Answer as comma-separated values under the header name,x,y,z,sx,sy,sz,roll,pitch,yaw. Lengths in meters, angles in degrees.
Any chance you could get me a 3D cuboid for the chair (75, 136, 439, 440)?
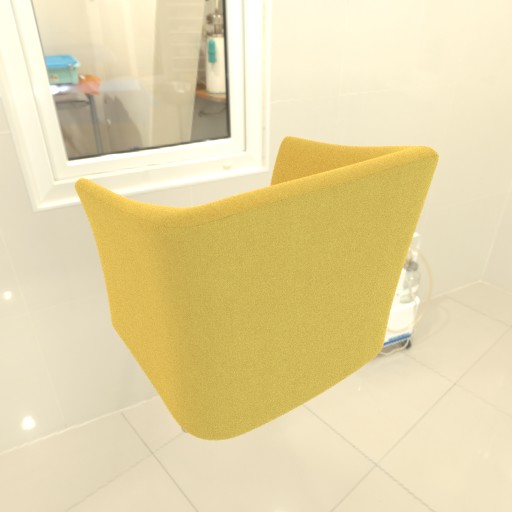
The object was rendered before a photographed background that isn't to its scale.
name,x,y,z,sx,sy,sz,roll,pitch,yaw
chair,0.000,0.000,1.315,0.790,0.720,0.700,-20,36,-29
